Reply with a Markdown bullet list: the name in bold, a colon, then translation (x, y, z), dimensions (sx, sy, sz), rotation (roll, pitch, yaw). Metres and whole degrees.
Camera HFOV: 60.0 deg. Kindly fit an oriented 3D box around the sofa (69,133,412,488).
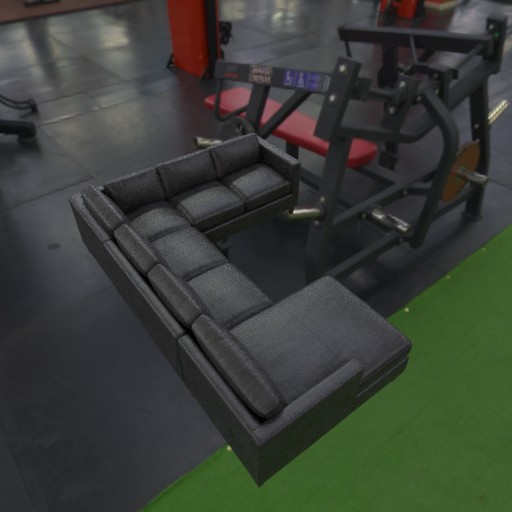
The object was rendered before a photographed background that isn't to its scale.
- **sofa**: translation (0.000, 0.000, 4.397), dimensions (2.452, 0.891, 3.324), rotation (-27, 48, -27)
